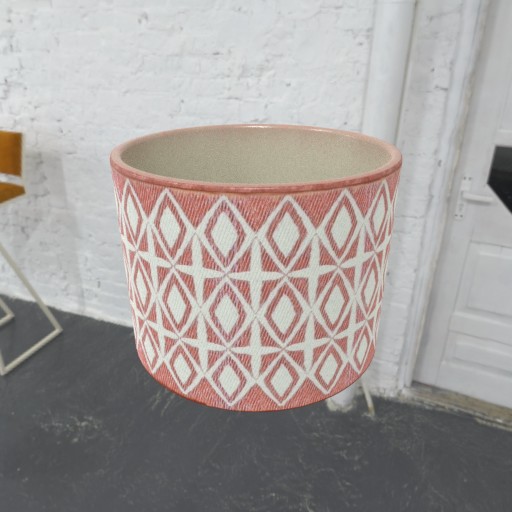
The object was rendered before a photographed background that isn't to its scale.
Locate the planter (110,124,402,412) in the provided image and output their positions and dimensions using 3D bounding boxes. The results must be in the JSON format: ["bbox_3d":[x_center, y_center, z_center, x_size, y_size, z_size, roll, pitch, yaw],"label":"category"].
[{"bbox_3d":[0.000,0.000,0.481,0.273,0.237,0.273,0,25,0],"label":"planter"}]
